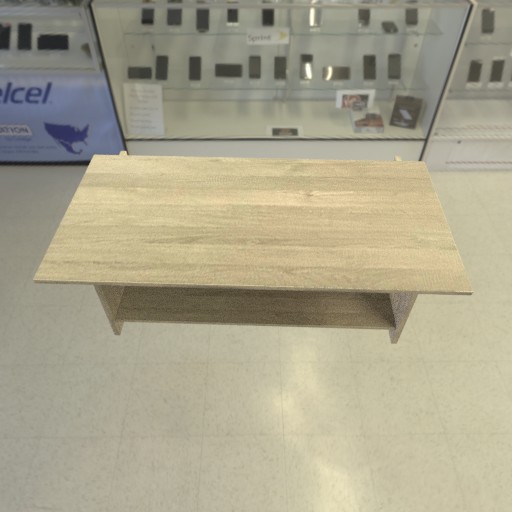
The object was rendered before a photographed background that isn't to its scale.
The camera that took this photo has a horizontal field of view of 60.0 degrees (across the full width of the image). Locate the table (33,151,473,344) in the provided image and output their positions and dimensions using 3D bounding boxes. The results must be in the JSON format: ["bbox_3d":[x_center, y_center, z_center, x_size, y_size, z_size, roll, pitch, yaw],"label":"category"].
[{"bbox_3d":[0.000,0.000,1.454,1.000,0.570,0.712,1,47,1],"label":"table"}]
